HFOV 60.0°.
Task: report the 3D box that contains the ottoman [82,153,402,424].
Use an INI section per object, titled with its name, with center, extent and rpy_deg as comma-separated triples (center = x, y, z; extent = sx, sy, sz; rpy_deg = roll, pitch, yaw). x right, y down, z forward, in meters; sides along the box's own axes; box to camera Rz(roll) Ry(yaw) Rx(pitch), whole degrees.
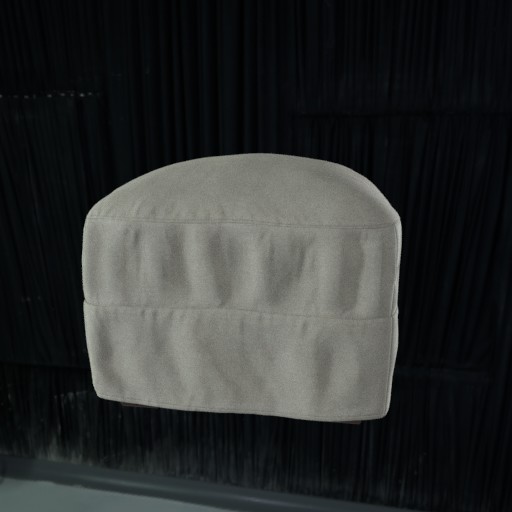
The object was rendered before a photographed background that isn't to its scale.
[ottoman]
center = 0.000, 0.000, 1.072
extent = 0.584, 0.480, 0.712
rpy_deg = 2, 15, 7
